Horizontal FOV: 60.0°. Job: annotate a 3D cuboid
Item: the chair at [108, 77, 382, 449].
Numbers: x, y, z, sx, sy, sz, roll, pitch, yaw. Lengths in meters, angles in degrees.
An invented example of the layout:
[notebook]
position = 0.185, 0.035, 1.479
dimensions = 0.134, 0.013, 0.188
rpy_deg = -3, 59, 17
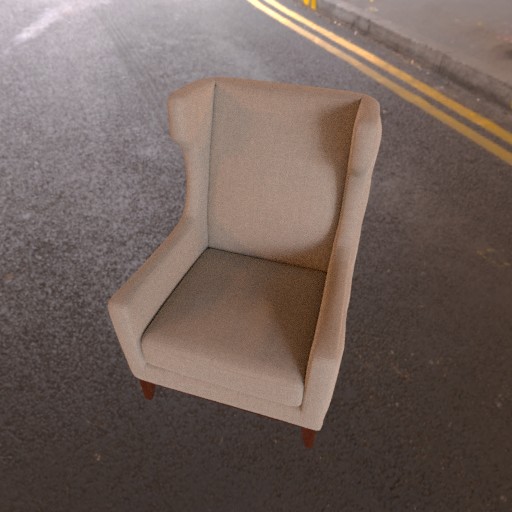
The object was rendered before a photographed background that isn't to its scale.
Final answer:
[chair]
position = 0.000, 0.000, 1.694
dimensions = 0.778, 1.079, 0.899
rpy_deg = 12, 43, 13
